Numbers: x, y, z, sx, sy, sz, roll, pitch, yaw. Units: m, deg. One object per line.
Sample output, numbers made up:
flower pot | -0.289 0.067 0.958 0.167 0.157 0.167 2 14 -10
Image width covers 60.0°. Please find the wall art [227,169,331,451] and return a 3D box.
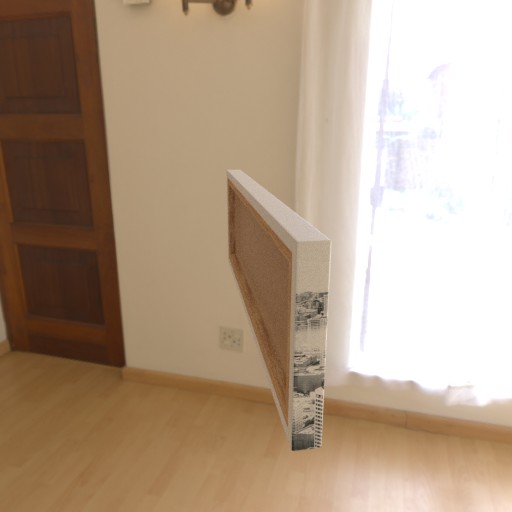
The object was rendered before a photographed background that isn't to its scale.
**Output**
wall art | 0.000 0.000 0.850 0.038 0.255 0.763 -3 17 -9
